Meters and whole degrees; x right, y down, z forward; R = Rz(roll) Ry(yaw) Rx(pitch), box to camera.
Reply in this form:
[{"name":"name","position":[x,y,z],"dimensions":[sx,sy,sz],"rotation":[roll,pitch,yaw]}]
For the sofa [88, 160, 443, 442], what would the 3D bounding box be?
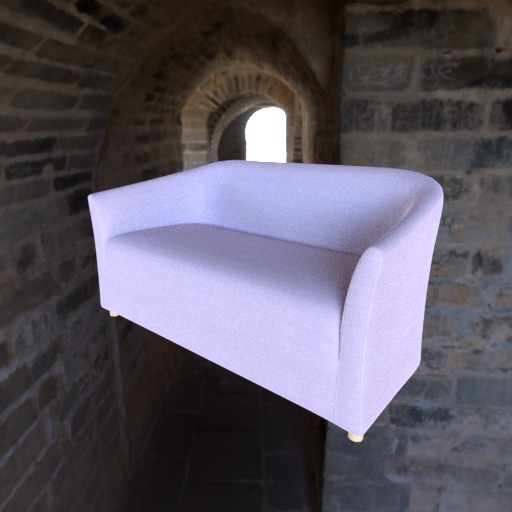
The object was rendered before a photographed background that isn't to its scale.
[{"name":"sofa","position":[0.000,0.000,1.829],"dimensions":[1.452,0.721,0.705],"rotation":[14,21,41]}]
